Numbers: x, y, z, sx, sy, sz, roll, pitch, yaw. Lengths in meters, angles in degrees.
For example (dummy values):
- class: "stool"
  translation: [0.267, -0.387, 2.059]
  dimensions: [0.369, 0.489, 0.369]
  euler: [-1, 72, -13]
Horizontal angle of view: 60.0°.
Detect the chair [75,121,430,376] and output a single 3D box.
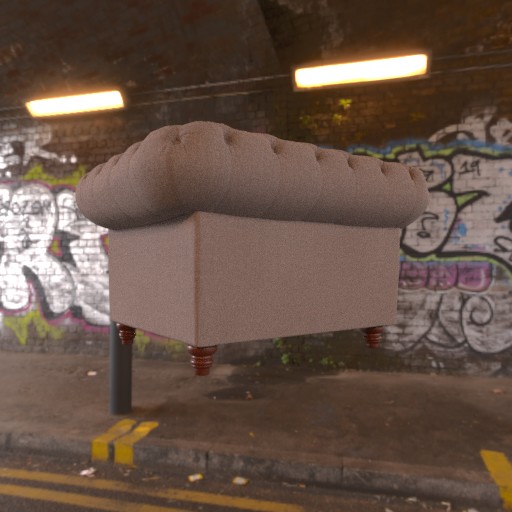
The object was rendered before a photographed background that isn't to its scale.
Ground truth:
- class: "chair"
  translation: [0.000, 0.000, 1.862]
  dimensions: [1.270, 0.770, 0.976]
  euler: [1, -2, -35]
